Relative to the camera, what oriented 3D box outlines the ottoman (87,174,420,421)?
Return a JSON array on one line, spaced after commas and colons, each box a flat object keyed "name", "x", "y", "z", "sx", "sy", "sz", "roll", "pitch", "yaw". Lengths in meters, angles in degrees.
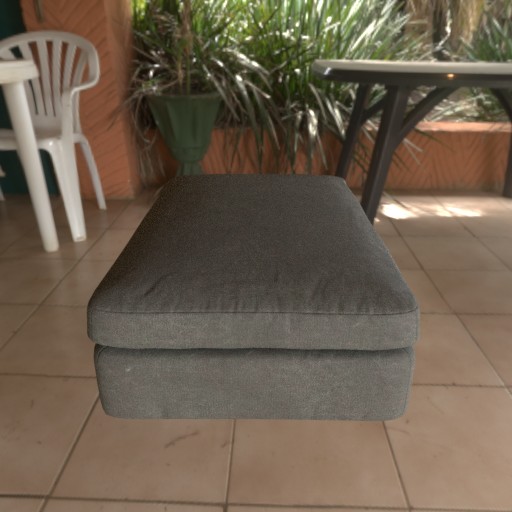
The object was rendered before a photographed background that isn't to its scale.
[{"name": "ottoman", "x": 0.000, "y": 0.000, "z": 1.620, "sx": 0.840, "sy": 0.429, "sz": 1.199, "roll": 0, "pitch": 25, "yaw": 1}]
